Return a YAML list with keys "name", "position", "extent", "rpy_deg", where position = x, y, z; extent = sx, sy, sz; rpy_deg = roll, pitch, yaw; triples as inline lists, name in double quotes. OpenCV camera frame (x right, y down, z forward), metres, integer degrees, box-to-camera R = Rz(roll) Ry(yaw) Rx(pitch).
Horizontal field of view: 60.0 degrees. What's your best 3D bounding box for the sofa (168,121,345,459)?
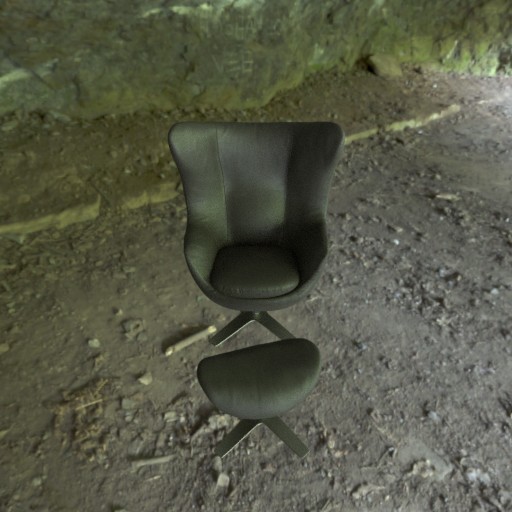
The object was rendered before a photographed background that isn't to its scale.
- name: "sofa"
  position: [0.000, 0.000, 2.205]
  extent: [0.894, 1.135, 1.444]
  rpy_deg: [0, 30, 0]
